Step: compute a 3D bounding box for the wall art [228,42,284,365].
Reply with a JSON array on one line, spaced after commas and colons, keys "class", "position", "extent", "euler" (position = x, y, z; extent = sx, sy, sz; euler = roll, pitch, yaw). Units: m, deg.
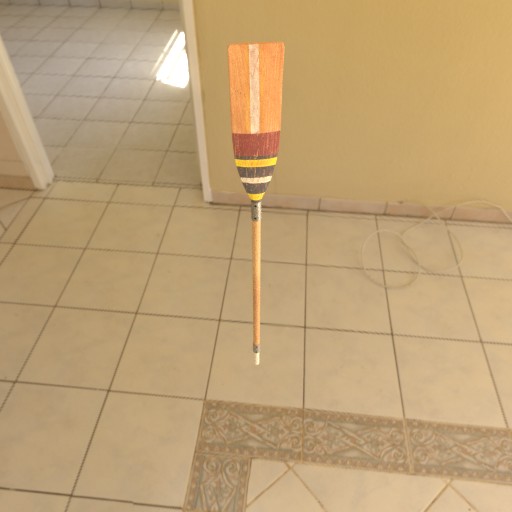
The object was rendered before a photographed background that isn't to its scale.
[{"class": "wall art", "position": [0.000, 0.000, 1.687], "extent": [0.146, 1.556, 0.038], "euler": [-3, 46, -3]}]
